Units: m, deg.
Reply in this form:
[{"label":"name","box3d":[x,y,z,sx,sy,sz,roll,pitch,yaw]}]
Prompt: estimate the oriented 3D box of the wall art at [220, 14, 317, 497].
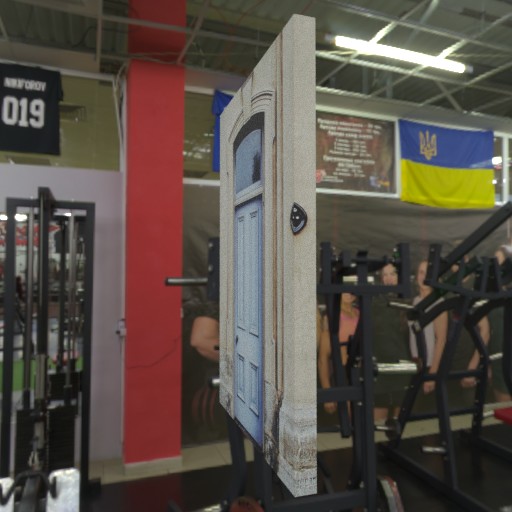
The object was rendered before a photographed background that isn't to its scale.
[{"label":"wall art","box3d":[0.000,0.000,0.947,0.038,0.764,0.508,0,-1,-18]}]
